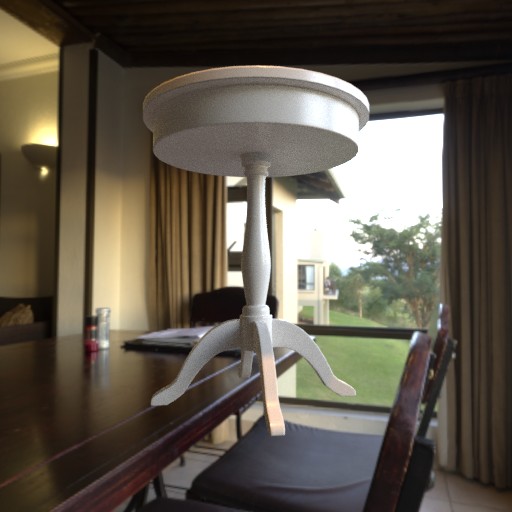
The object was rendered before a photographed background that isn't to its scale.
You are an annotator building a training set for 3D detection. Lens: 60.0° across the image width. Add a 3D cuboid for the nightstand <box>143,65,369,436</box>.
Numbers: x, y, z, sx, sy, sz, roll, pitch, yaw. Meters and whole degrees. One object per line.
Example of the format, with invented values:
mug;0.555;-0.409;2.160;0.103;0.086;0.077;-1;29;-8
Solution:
nightstand;0.000;0.000;1.023;0.513;0.653;0.513;0;-2;0
